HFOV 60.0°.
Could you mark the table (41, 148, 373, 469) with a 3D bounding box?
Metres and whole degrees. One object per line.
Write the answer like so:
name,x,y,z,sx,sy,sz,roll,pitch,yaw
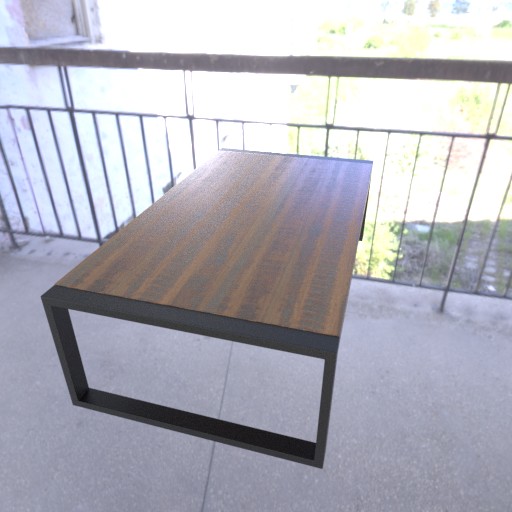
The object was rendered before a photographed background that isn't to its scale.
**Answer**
table,0.000,0.000,1.696,0.750,0.400,1.350,8,31,14
